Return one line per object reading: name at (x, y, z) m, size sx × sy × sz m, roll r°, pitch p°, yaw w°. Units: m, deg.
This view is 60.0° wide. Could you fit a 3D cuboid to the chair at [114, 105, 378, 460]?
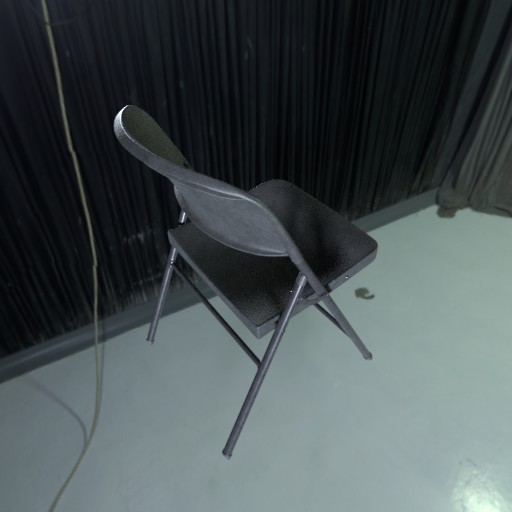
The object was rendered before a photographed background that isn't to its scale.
chair at (0.000, 0.000, 1.169) m, size 0.566 × 0.810 × 0.494 m, roll -25°, pitch 47°, yaw -26°
